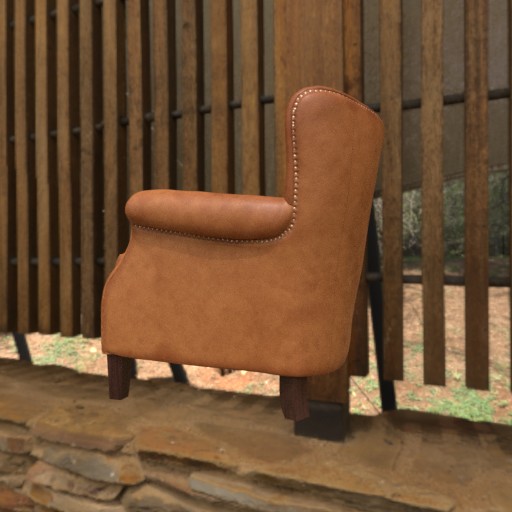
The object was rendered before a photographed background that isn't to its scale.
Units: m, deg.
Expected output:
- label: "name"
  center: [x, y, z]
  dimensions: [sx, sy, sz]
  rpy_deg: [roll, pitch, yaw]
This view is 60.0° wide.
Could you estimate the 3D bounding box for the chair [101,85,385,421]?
- label: "chair"
  center: [0.000, 0.000, 1.646]
  dimensions: [0.921, 0.936, 0.861]
  rpy_deg: [0, 0, 17]
